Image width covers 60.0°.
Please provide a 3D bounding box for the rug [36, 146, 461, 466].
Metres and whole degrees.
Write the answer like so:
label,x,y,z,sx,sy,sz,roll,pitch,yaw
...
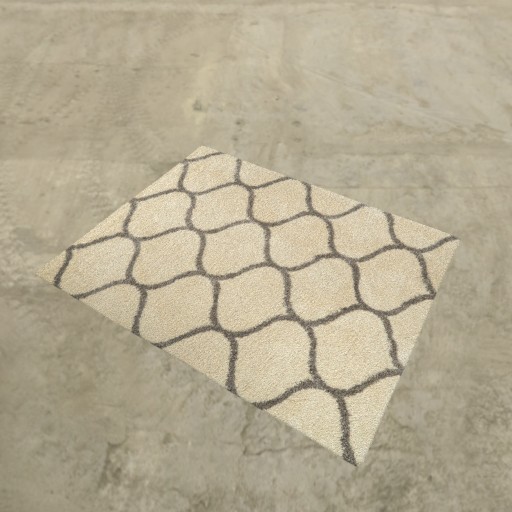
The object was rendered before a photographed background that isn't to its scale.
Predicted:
label,x,y,z,sx,sy,sz,roll,pitch,yaw
rug,0.000,0.000,3.959,3.000,0.026,2.399,24,51,22
